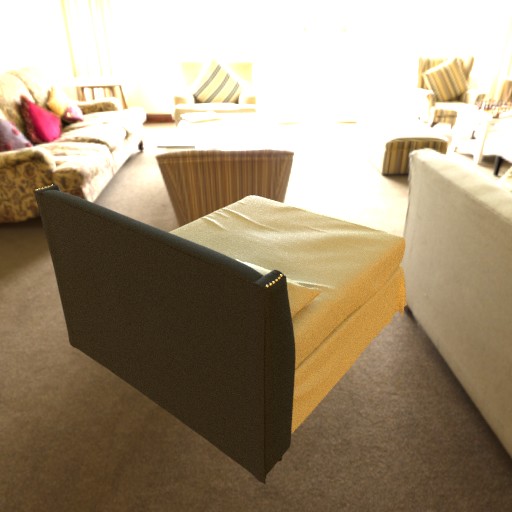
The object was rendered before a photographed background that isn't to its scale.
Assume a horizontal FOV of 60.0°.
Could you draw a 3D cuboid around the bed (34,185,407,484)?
[{"bbox_3d":[0.000,0.000,3.420,1.925,1.332,2.276,21,35,33],"label":"bed"}]
